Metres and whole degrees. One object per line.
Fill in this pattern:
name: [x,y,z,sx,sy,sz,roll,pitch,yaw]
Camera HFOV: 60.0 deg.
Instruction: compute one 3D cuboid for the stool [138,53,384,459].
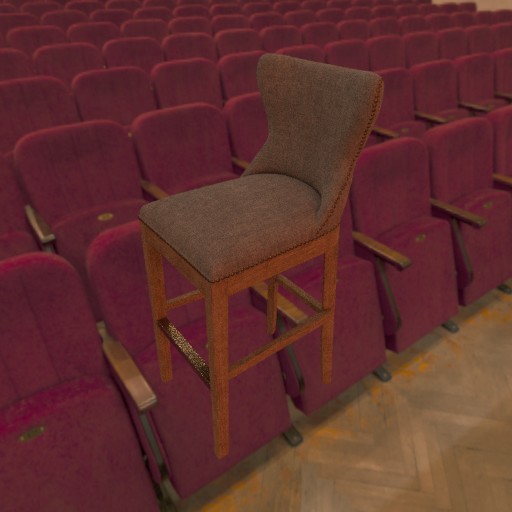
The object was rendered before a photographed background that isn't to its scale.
stool: [0.000,0.000,1.431,0.606,1.123,0.494,-21,38,-30]
